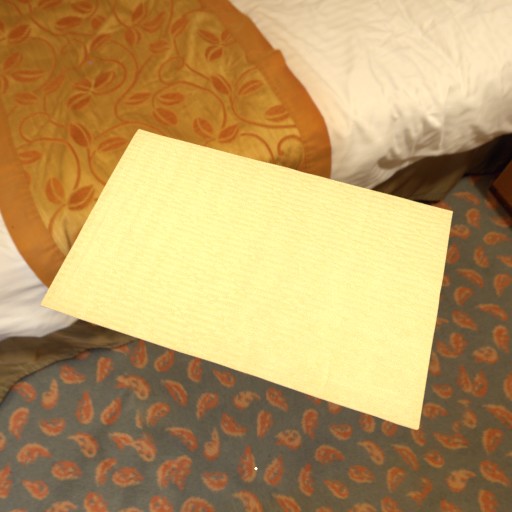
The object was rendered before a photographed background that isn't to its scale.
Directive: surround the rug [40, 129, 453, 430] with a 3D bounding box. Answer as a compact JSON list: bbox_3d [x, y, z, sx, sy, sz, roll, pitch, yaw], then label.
[{"bbox_3d":[0.000,0.000,2.990,2.441,0.014,1.531,16,65,8],"label":"rug"}]
